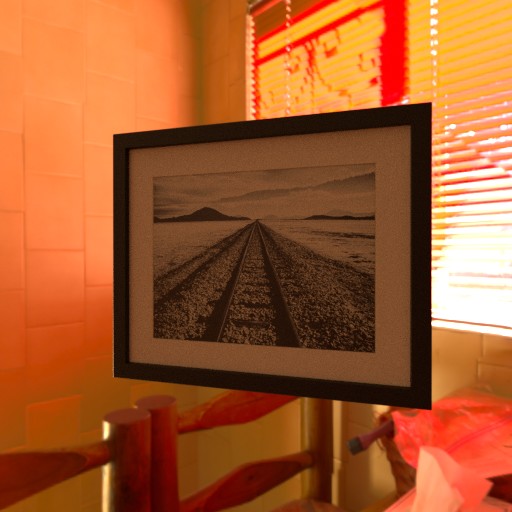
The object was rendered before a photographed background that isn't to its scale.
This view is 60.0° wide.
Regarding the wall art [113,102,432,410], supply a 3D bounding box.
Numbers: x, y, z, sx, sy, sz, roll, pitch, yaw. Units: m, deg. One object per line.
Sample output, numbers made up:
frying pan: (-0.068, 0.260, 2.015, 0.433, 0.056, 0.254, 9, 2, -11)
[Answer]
wall art: (0.000, 0.000, 0.759, 0.559, 0.458, 0.029, 0, 0, 19)
